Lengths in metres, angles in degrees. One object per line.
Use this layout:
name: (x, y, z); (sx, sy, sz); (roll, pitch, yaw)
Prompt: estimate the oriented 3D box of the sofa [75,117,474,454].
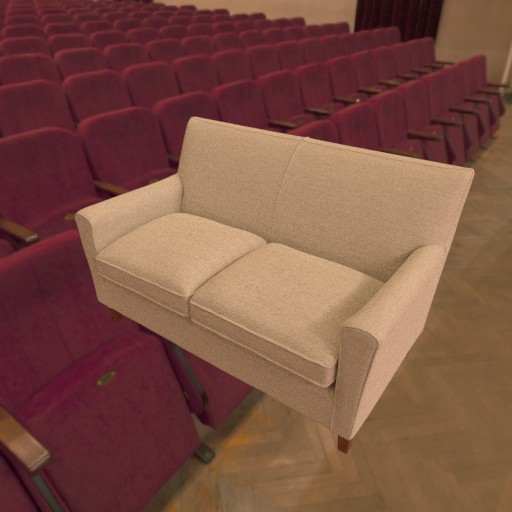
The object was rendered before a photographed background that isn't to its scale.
sofa: (0.000, 0.000, 2.015); (1.482, 0.892, 0.891); (20, 36, 30)
